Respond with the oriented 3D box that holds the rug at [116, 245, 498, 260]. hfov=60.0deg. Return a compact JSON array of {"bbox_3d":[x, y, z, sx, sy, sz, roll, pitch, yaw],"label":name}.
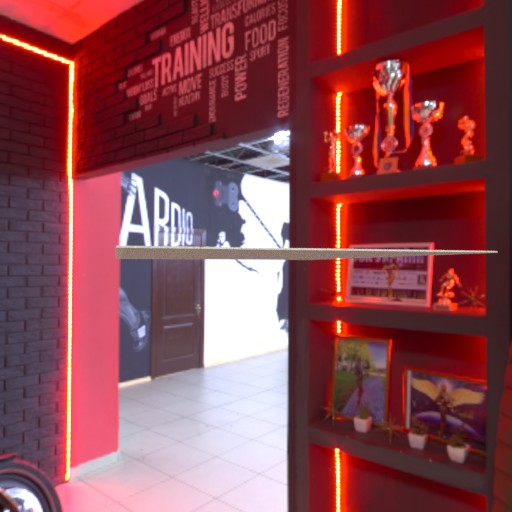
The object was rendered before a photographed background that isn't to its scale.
[{"bbox_3d":[0.000,0.000,3.439,2.073,0.011,2.584,0,-2,-17],"label":"rug"}]
